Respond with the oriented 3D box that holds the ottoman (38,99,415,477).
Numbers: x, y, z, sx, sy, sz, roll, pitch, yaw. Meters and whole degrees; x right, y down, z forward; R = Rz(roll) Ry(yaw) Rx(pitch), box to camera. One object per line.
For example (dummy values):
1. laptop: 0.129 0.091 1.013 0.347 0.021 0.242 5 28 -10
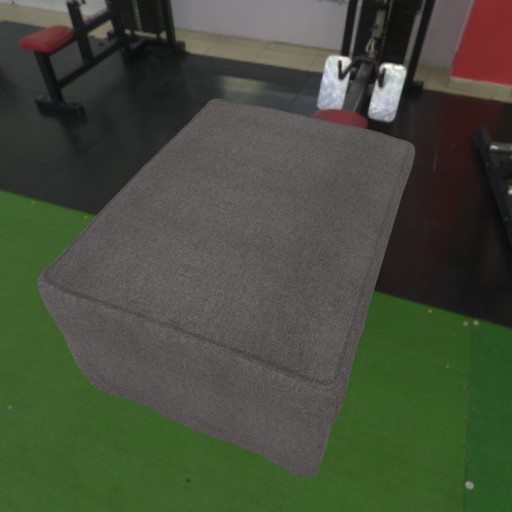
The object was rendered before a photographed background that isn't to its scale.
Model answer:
1. ottoman: 0.000 0.000 1.196 0.652 0.492 0.833 17 49 15
